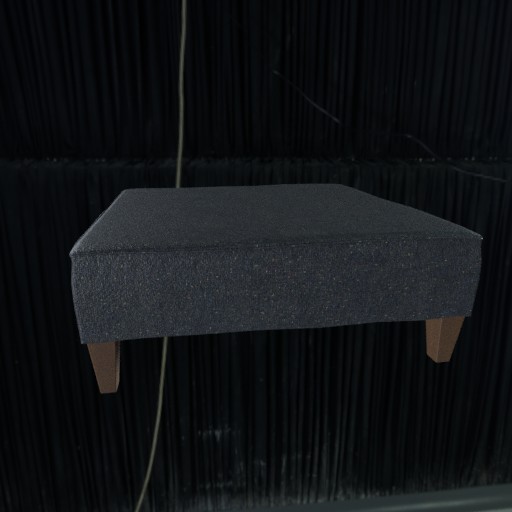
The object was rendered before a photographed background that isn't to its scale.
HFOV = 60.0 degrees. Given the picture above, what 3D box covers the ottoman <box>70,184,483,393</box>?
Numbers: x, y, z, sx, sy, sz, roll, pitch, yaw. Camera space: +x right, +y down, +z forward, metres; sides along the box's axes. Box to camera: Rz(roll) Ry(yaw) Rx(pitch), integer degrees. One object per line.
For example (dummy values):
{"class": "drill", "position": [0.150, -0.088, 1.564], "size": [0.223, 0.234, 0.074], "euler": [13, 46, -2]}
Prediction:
{"class": "ottoman", "position": [0.000, 0.000, 1.513], "size": [0.968, 0.382, 1.004], "euler": [-3, 16, -9]}
